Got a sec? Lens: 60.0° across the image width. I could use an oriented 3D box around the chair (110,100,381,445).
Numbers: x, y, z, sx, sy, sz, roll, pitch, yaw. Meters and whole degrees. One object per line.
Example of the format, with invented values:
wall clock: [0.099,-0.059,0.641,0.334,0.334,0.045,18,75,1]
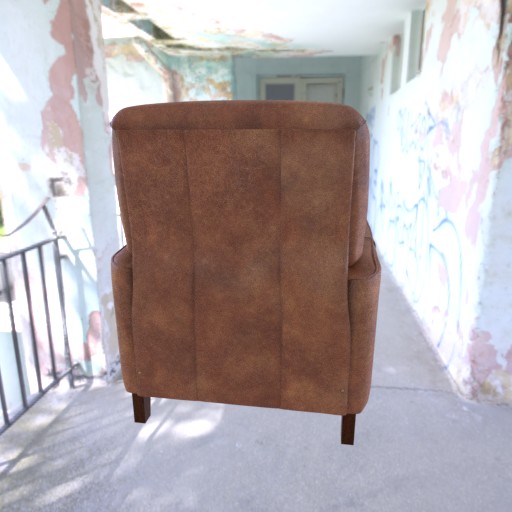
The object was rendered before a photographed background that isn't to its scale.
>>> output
chair: [0.000,0.000,1.645,0.843,1.043,0.836,2,15,9]
